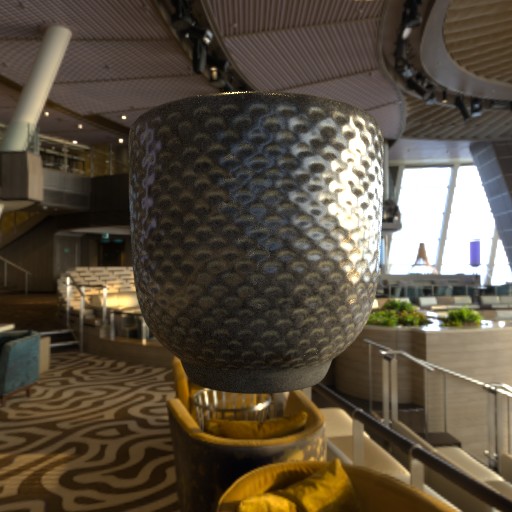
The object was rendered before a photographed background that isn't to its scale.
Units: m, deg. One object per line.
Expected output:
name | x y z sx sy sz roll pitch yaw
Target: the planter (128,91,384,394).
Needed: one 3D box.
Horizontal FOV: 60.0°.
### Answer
planter | 0.000 0.000 0.354 0.197 0.191 0.197 0 -1 0
